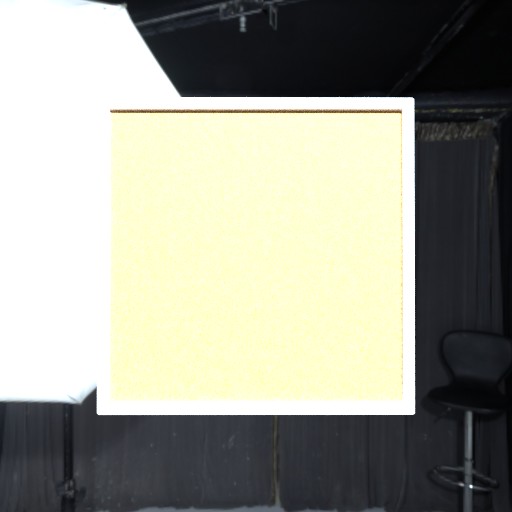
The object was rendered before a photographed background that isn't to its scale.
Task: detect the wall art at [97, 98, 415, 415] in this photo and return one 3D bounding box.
[{"bbox_3d":[0.000,0.000,0.444,0.305,0.305,0.038,0,0,0],"label":"wall art"}]
